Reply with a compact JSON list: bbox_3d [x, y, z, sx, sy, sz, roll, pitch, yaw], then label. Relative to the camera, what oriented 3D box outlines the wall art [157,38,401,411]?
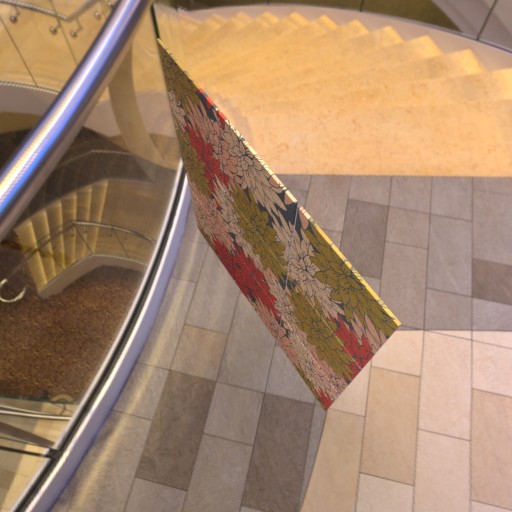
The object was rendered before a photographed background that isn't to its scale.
[{"bbox_3d":[0.000,0.000,2.258,0.013,1.534,1.519,-30,66,-15],"label":"wall art"}]
